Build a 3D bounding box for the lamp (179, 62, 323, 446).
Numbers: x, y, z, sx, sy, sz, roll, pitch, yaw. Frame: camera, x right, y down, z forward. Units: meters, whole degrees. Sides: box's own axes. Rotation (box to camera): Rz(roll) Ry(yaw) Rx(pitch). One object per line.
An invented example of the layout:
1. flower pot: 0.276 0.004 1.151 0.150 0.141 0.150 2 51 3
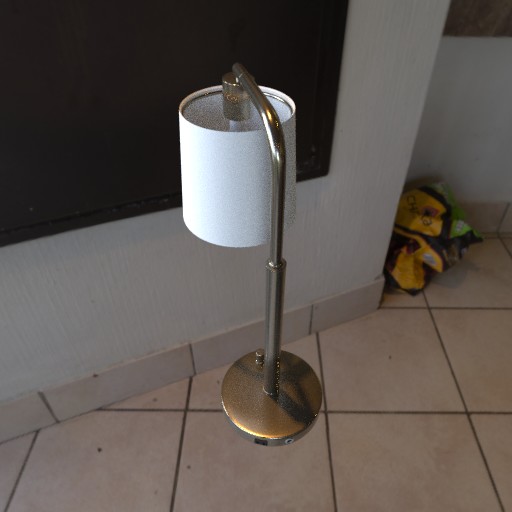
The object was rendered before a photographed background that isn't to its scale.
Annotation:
1. lamp: 0.000 0.000 0.634 0.171 0.489 0.333 -12 42 -13
